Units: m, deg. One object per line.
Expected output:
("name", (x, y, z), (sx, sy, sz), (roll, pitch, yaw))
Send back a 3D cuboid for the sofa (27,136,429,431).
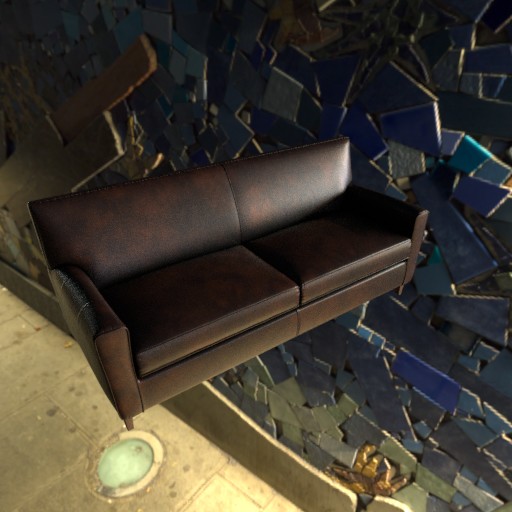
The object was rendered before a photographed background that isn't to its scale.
("sofa", (0.000, 0.000, 2.436), (1.995, 0.871, 0.786), (-19, 35, -30))
